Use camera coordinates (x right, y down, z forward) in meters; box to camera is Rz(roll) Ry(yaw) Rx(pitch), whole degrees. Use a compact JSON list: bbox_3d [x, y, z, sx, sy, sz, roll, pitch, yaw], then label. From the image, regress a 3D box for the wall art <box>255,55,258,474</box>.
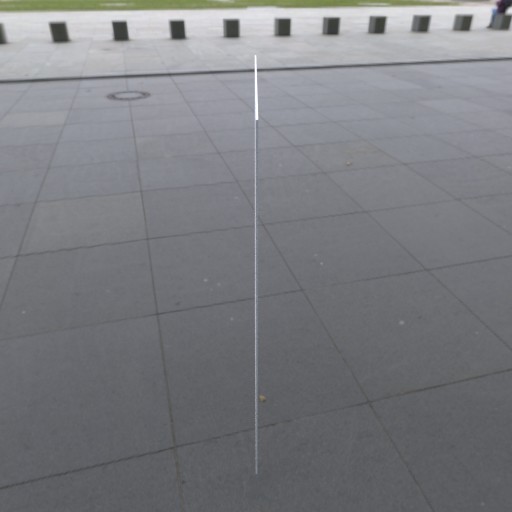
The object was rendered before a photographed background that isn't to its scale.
[{"bbox_3d":[0.000,0.000,0.805,0.003,0.610,0.457,0,32,0],"label":"wall art"}]
